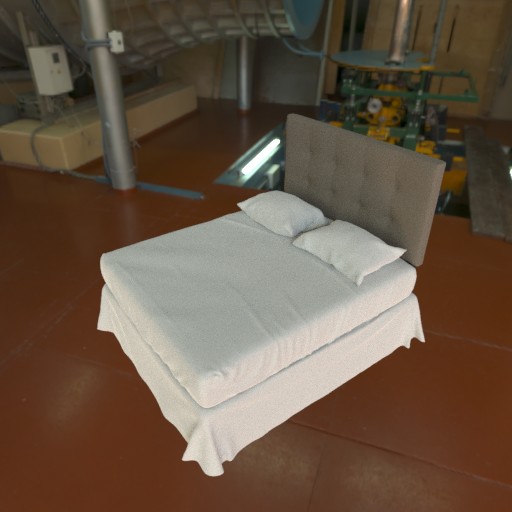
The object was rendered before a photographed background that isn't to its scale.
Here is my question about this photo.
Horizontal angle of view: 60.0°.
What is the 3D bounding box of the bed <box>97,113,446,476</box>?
[{"bbox_3d":[0.000,0.000,3.467,2.222,1.577,1.936,-21,38,-30],"label":"bed"}]
